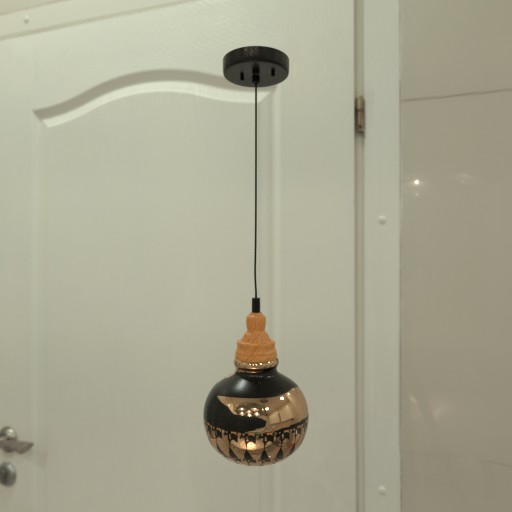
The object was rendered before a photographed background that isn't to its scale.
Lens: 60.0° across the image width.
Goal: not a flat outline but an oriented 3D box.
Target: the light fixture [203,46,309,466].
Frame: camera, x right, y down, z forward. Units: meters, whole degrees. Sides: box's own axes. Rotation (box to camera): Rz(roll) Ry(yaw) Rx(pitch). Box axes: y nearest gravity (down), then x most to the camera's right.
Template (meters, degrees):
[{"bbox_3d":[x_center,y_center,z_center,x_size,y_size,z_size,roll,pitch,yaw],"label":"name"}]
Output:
[{"bbox_3d":[0.000,0.000,1.827,0.430,1.606,0.430,0,-1,18],"label":"light fixture"}]
